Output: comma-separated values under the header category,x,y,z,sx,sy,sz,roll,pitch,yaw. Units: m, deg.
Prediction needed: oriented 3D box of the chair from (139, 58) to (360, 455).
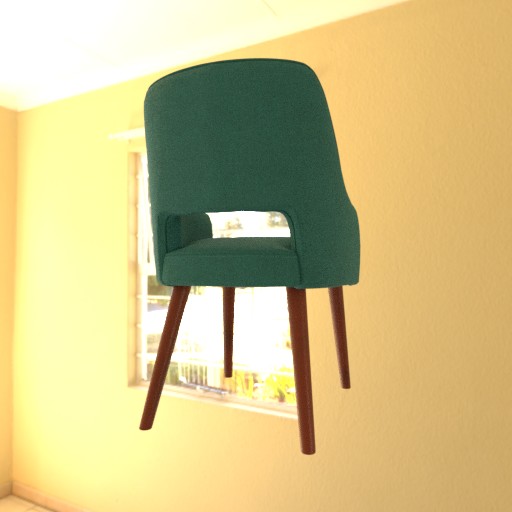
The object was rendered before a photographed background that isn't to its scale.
category,x,y,z,sx,sy,sz,roll,pitch,yaw
chair,0.000,0.000,1.246,0.548,0.849,0.605,0,-1,20
